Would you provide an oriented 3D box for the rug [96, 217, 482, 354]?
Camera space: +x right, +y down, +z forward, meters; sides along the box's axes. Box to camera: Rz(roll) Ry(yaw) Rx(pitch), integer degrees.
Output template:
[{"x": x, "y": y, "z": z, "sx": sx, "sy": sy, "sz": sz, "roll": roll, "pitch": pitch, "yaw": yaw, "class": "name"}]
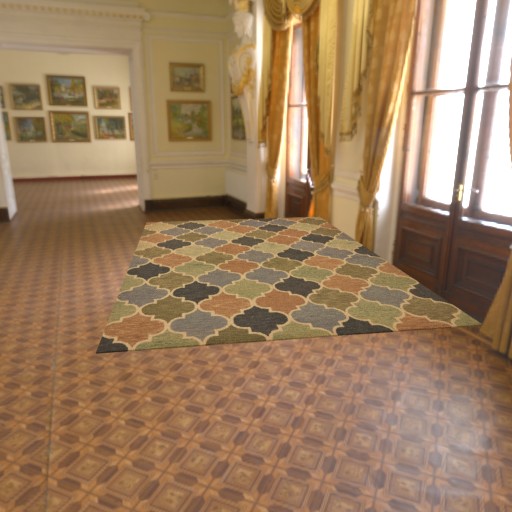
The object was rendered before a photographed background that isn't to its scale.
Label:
[{"x": 0.000, "y": 0.000, "z": 2.787, "sx": 1.521, "sy": 0.006, "sz": 2.284, "roll": -3, "pitch": 16, "yaw": -9, "class": "rug"}]
